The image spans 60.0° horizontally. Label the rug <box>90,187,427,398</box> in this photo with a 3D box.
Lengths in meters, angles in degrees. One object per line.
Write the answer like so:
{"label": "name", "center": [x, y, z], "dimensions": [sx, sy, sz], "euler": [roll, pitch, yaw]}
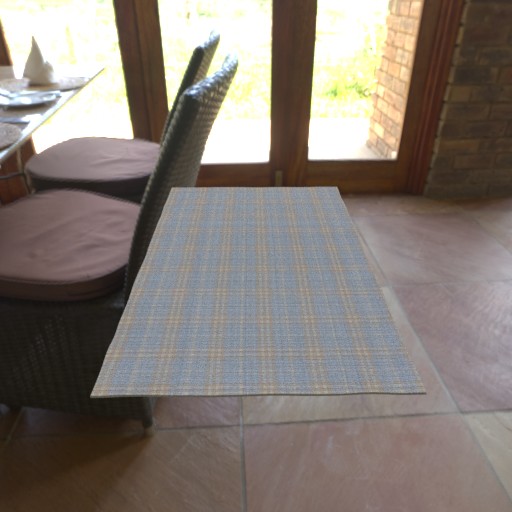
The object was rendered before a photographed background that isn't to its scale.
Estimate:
{"label": "rug", "center": [0.000, 0.000, 3.068], "dimensions": [1.545, 0.016, 2.460], "euler": [0, 31, -1]}
